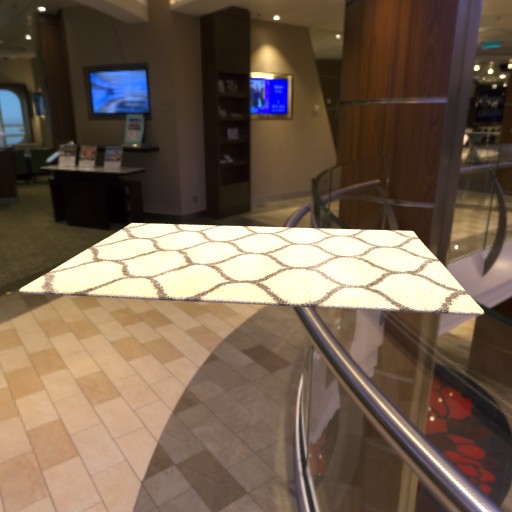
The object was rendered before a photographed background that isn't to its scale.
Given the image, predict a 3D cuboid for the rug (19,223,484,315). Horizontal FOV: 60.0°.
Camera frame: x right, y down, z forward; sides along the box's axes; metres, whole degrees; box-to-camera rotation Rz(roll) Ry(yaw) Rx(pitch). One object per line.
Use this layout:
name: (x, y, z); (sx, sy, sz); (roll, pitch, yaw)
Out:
rug: (0.000, 0.000, 3.385); (2.701, 0.026, 1.801); (2, 18, 7)
